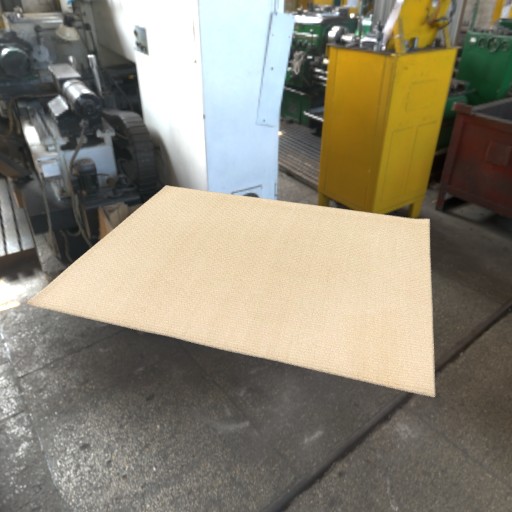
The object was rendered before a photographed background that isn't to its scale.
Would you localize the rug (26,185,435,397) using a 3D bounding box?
[{"bbox_3d":[0.000,0.000,3.844,2.897,0.035,2.277,10,34,15],"label":"rug"}]
